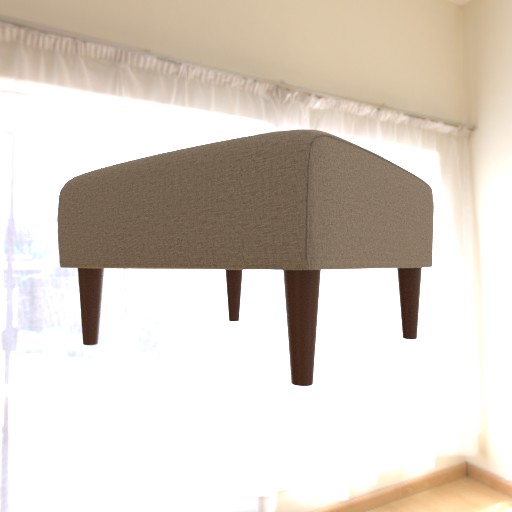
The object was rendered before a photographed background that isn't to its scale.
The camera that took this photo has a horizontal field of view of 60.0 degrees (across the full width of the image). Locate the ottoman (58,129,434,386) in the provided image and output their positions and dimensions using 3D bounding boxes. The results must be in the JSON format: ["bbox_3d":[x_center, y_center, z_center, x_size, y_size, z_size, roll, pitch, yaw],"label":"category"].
[{"bbox_3d":[0.000,0.000,1.039,0.655,0.399,0.648,-1,-1,37],"label":"ottoman"}]
